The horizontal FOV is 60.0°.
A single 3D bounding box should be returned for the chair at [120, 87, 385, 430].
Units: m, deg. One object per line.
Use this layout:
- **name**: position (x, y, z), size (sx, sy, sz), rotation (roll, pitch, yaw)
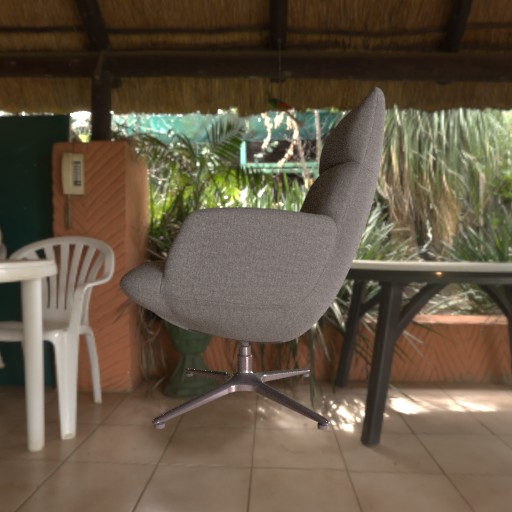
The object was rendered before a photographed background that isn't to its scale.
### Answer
- **chair**: position (0.000, 0.000, 1.536), size (0.831, 0.984, 0.702), rotation (0, 1, 1)
